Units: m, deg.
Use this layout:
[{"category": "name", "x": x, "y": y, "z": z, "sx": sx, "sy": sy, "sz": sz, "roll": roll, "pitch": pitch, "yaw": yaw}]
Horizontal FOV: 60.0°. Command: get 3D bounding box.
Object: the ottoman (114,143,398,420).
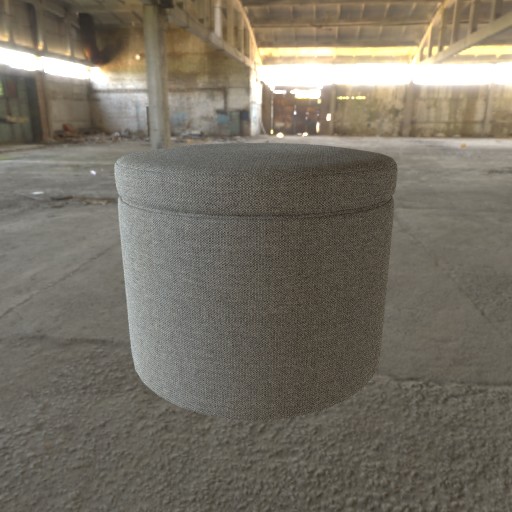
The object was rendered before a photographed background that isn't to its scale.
[{"category": "ottoman", "x": 0.000, "y": 0.000, "z": 0.869, "sx": 0.500, "sy": 0.419, "sz": 0.500, "roll": 0, "pitch": 17, "yaw": 0}]
